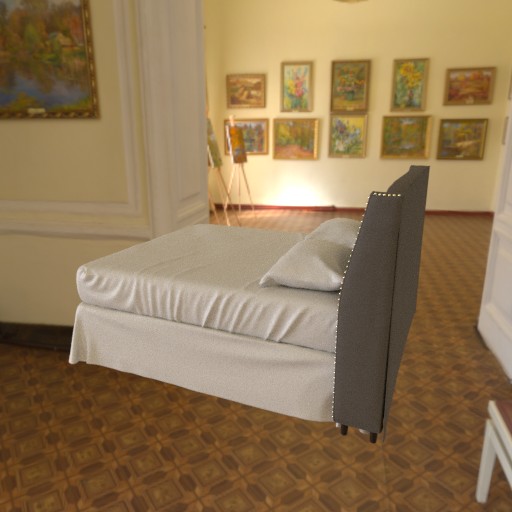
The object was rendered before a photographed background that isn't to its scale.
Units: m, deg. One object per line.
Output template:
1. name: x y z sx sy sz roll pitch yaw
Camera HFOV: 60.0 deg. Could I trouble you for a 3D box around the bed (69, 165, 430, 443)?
1. bed: 0.000 0.000 3.375 2.276 1.332 1.925 7 17 23
